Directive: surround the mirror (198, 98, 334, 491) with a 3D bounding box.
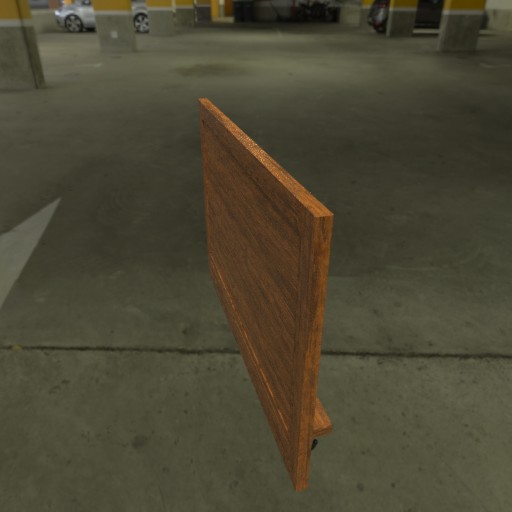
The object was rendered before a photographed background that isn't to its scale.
[{"bbox_3d":[0.000,0.000,0.978,0.084,0.537,0.758,-9,31,-15],"label":"mirror"}]
